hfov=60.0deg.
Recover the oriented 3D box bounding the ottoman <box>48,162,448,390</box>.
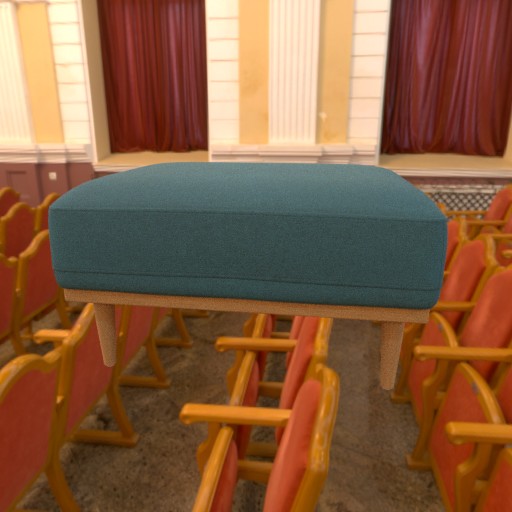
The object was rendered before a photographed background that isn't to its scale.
[{"bbox_3d":[0.000,0.000,1.077,0.749,0.428,0.549,3,17,8],"label":"ottoman"}]
